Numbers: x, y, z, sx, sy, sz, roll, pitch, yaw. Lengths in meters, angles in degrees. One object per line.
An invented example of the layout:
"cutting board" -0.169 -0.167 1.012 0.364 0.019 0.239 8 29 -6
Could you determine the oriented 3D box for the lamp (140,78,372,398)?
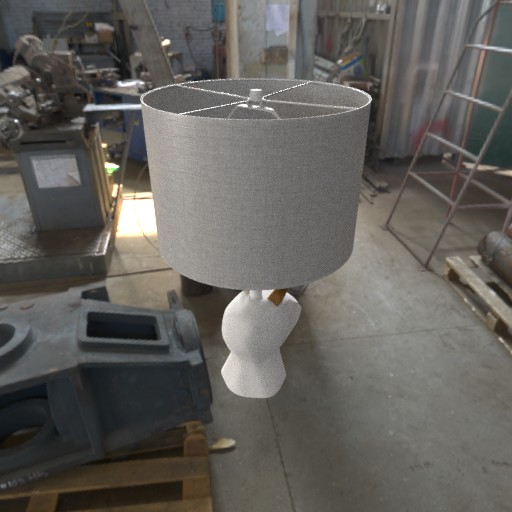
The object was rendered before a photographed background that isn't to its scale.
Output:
"lamp" 0.000 0.000 0.708 0.298 0.503 0.298 20 35 31
